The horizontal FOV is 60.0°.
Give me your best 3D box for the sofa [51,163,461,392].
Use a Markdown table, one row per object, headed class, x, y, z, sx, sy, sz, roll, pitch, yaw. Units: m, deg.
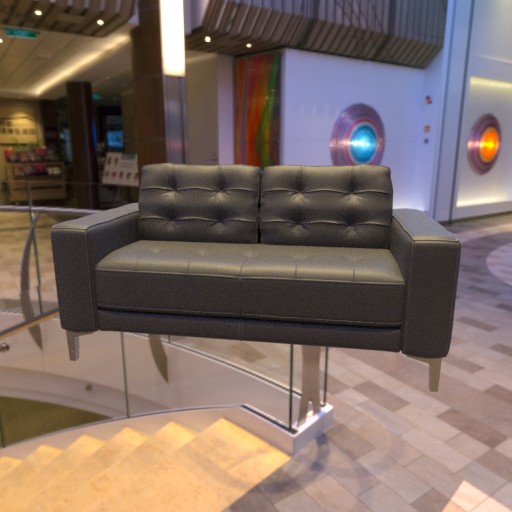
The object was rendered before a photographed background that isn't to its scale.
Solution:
| class | x | y | z | sx | sy | sz | roll | pitch | yaw |
| --- | --- | --- | --- | --- | --- | --- | --- | --- | --- |
| sofa | 0.000 | 0.000 | 2.213 | 1.726 | 0.893 | 0.833 | 2 | 14 | 9 |
